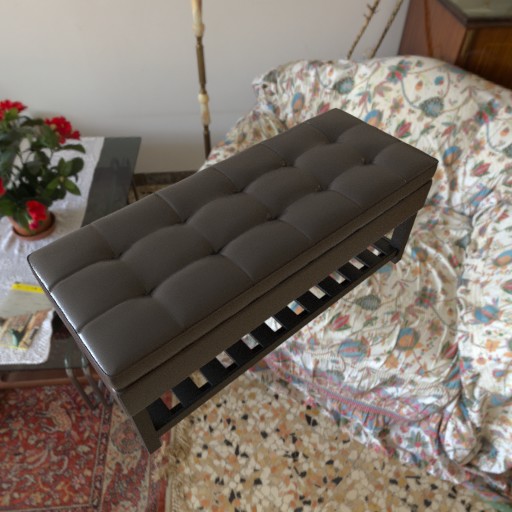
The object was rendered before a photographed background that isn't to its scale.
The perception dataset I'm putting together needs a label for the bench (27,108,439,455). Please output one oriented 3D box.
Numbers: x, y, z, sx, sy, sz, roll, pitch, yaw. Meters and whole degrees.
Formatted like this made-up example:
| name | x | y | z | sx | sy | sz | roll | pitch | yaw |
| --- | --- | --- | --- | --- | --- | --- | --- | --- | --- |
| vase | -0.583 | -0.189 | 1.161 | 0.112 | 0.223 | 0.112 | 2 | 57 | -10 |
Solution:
| name | x | y | z | sx | sy | sz | roll | pitch | yaw |
| --- | --- | --- | --- | --- | --- | --- | --- | --- | --- |
| bench | 0.000 | 0.000 | 1.344 | 1.105 | 0.460 | 0.432 | -32 | 55 | -26 |
